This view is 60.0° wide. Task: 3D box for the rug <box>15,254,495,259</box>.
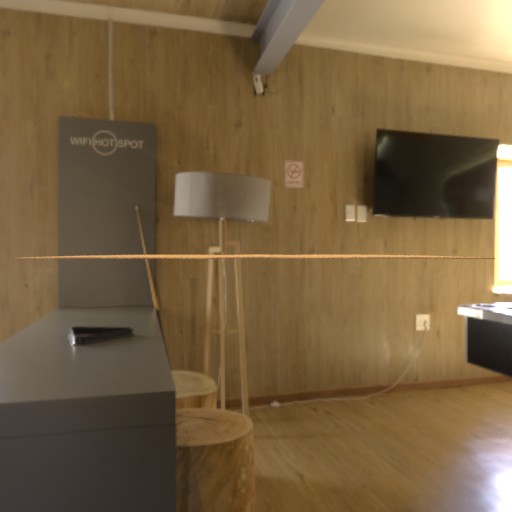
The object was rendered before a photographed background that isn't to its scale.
[{"bbox_3d":[0.000,0.000,2.700,2.135,0.013,1.524,0,1,1],"label":"rug"}]
